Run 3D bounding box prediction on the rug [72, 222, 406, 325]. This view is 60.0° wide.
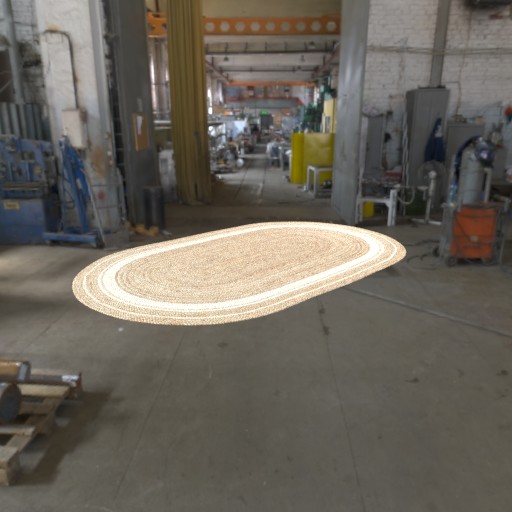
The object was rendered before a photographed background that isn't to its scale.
[{"bbox_3d":[0.000,0.000,3.073,2.432,0.006,1.520,-15,23,-41],"label":"rug"}]
